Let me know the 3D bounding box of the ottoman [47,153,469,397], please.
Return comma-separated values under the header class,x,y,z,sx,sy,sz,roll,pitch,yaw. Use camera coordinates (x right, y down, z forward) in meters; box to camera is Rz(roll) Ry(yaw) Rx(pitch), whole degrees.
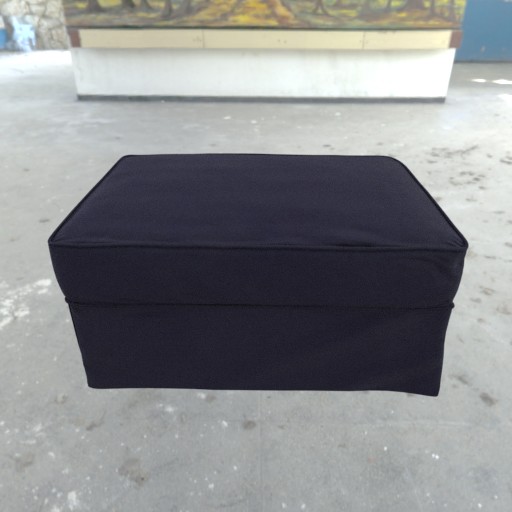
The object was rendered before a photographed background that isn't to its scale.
class,x,y,z,sx,sy,sz,roll,pitch,yaw
ottoman,0.000,0.000,1.289,0.938,0.503,0.637,1,30,1
